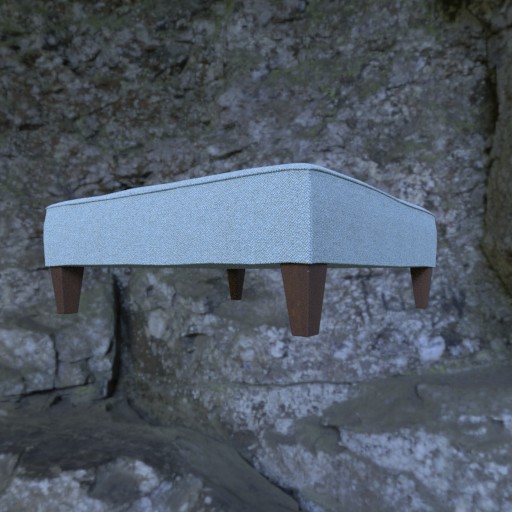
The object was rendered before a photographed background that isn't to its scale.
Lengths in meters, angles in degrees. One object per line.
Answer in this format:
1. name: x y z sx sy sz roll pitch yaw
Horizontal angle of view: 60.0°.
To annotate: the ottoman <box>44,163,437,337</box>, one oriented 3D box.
1. ottoman: 0.000 0.000 1.538 0.968 0.379 1.004 -2 -3 35
